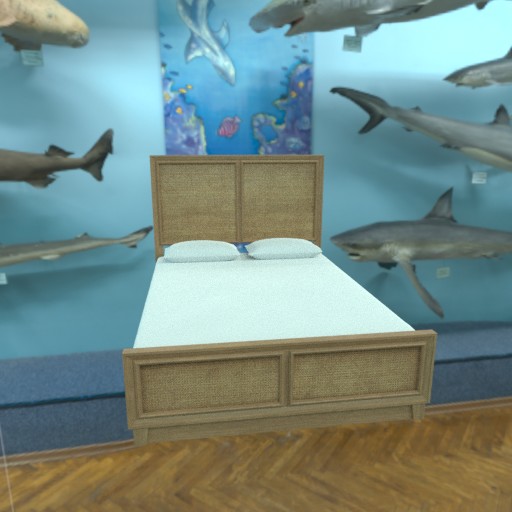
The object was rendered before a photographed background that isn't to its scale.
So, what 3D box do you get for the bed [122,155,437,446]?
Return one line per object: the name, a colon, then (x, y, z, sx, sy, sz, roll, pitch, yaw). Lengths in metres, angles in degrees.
bed: (0.000, 0.000, 3.222, 1.606, 1.387, 2.184, -2, 14, -8)
